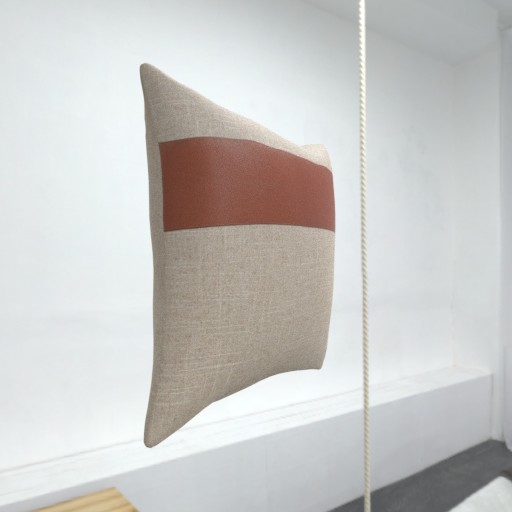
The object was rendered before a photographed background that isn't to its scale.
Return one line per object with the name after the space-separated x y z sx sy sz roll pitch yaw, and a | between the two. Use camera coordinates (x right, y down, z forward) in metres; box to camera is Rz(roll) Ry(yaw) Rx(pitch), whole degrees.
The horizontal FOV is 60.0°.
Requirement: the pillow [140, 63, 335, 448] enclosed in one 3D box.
0.000 0.000 0.624 0.173 0.399 0.414 0 0 34 | pillow
